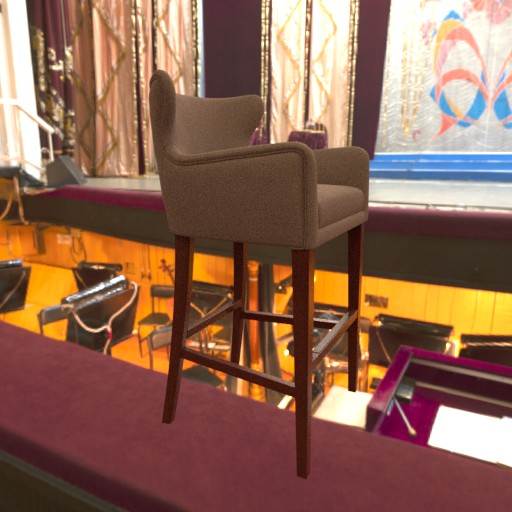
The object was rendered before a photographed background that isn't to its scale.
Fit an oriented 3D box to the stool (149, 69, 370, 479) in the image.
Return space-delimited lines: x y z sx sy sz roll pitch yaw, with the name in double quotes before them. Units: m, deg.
"stool" 0.000 0.000 1.407 0.575 1.047 0.575 6 14 26
